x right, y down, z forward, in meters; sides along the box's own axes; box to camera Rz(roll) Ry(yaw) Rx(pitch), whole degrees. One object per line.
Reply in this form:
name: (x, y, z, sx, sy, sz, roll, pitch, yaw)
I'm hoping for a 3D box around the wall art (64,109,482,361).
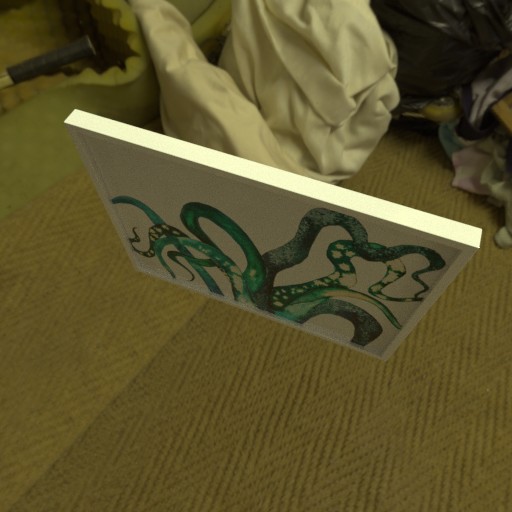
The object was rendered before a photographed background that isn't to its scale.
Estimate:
wall art: (0.000, 0.000, 1.391, 1.041, 0.787, 0.053, 19, 61, 11)
